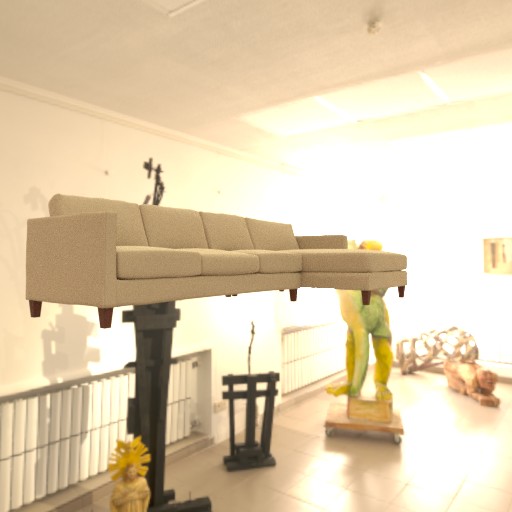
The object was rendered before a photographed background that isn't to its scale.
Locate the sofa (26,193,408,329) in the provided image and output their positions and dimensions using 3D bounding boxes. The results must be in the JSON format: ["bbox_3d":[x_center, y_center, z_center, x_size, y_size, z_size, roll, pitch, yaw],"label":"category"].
[{"bbox_3d":[0.000,0.000,3.854,1.625,0.861,3.186,0,-1,37],"label":"sofa"}]
